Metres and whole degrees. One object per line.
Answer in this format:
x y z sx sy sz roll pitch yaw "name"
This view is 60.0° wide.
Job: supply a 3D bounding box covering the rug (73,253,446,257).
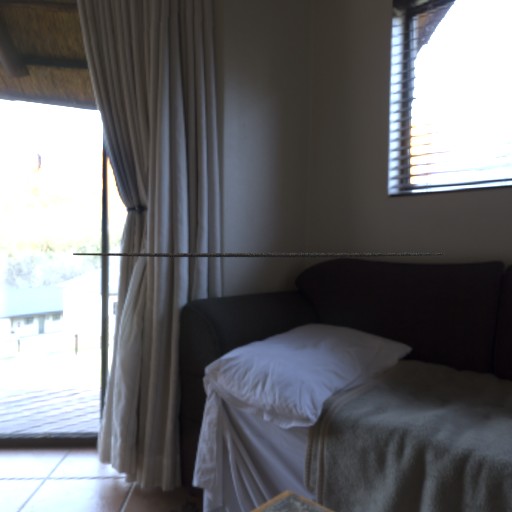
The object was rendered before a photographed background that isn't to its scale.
0.000 0.000 3.028 1.526 0.008 2.441 0 0 -1 "rug"
